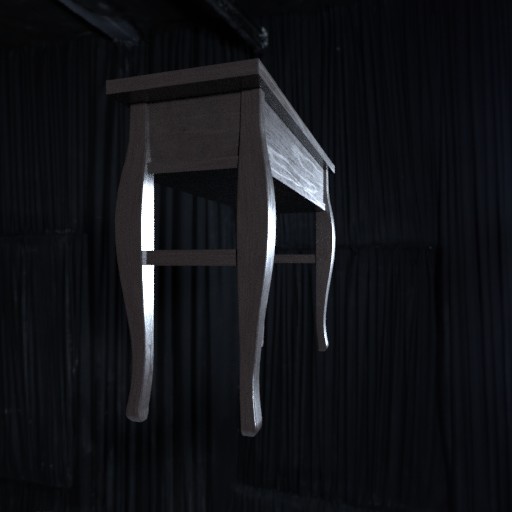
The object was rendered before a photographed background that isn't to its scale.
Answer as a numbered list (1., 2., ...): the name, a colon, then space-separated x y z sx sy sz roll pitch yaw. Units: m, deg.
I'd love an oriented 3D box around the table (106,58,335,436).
1. table: 0.000 0.000 1.429 0.373 0.768 1.062 0 -1 18
